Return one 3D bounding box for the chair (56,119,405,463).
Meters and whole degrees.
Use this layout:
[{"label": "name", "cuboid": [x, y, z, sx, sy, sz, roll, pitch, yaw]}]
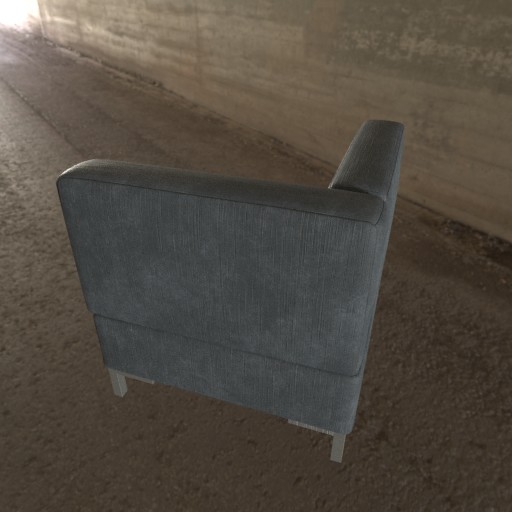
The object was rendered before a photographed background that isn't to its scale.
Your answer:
[{"label": "chair", "cuboid": [0.000, 0.000, 1.227, 0.680, 0.660, 0.680, 10, 33, 16]}]
